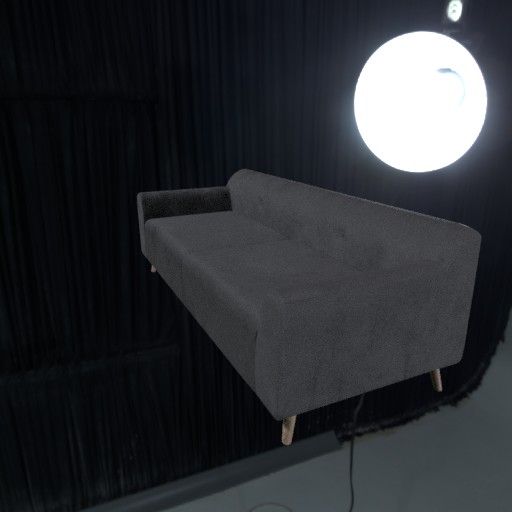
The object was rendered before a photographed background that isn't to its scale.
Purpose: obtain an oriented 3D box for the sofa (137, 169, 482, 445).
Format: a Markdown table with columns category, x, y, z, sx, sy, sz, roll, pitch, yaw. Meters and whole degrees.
| category | x | y | z | sx | sy | sz | roll | pitch | yaw |
| --- | --- | --- | --- | --- | --- | --- | --- | --- | --- |
| sofa | 0.000 | 0.000 | 2.556 | 0.900 | 0.740 | 2.190 | -8 | 20 | -24 |
